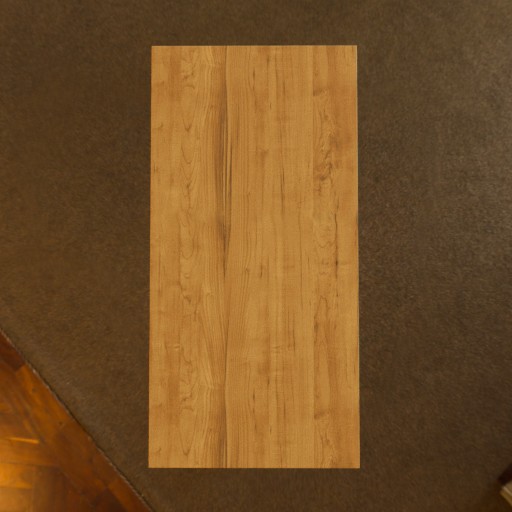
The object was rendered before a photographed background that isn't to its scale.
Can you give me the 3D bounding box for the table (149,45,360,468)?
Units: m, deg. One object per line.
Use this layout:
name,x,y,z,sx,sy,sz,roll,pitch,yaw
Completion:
table,0.000,0.000,1.437,0.590,0.400,1.180,0,88,0
